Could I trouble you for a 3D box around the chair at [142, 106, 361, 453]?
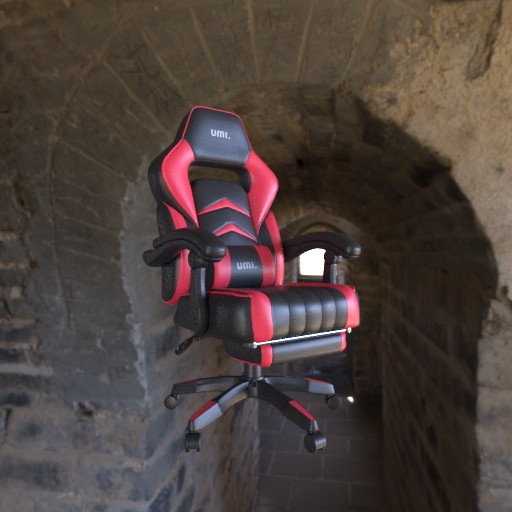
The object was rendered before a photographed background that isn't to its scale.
[{"bbox_3d":[0.000,0.000,1.651,0.700,1.220,0.700,-1,1,-36],"label":"chair"}]
